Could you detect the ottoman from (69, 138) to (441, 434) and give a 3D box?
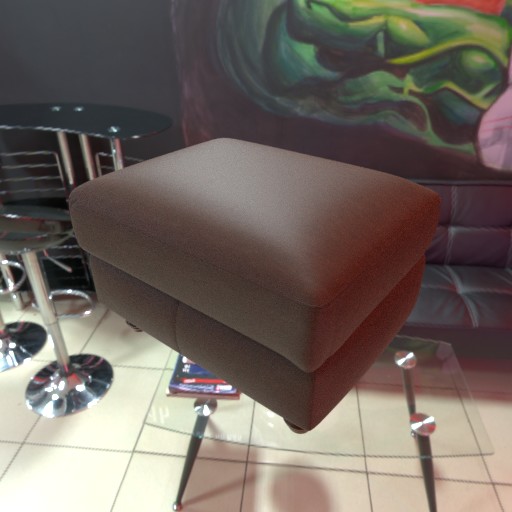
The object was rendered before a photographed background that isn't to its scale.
[{"bbox_3d":[0.000,0.000,1.211,0.787,0.508,0.635,22,37,32],"label":"ottoman"}]
